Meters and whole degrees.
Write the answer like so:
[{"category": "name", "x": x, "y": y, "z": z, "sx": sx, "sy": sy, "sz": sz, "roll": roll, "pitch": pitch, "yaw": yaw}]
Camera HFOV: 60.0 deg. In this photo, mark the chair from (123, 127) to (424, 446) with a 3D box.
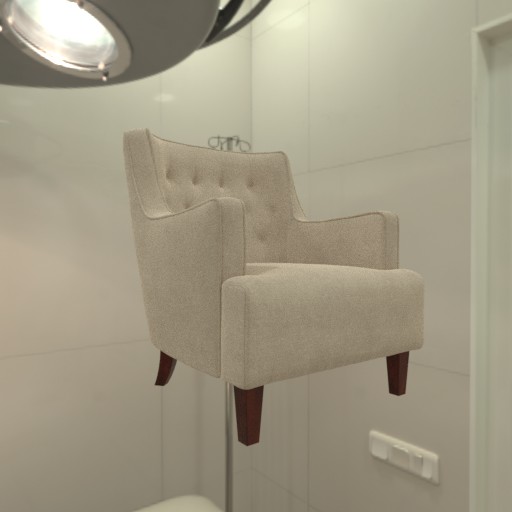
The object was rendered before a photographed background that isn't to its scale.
[{"category": "chair", "x": 0.000, "y": 0.000, "z": 1.590, "sx": 0.781, "sy": 0.920, "sz": 0.910, "roll": -1, "pitch": 1, "yaw": -37}]
